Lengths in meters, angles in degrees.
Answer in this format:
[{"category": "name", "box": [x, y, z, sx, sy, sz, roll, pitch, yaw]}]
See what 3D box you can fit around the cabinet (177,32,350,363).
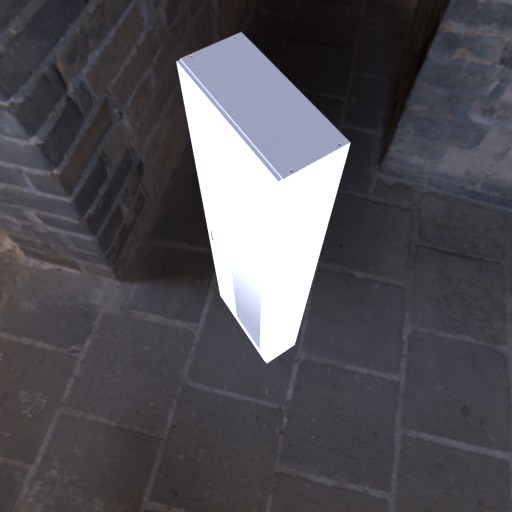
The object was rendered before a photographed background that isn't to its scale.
[{"category": "cabinet", "box": [0.000, 0.000, 1.961, 0.230, 1.790, 0.500, -31, 67, -15]}]
